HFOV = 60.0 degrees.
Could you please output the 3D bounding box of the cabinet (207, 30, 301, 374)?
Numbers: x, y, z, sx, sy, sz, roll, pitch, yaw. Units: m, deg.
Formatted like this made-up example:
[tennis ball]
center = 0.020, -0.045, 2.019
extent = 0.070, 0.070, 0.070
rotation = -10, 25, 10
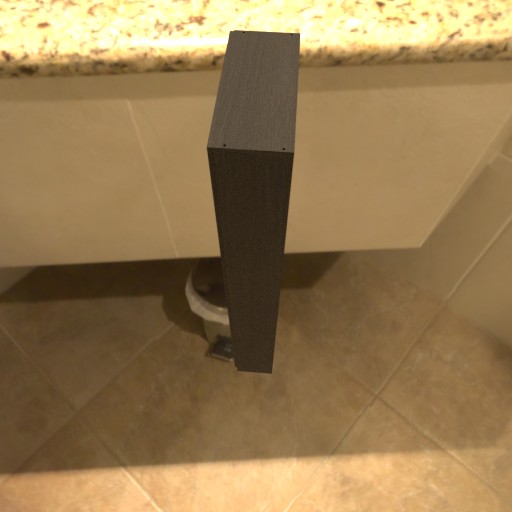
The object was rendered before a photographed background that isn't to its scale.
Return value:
[cabinet]
center = 0.000, 0.000, 1.978
extent = 0.230, 1.790, 0.500
rotation = 4, 58, 3
